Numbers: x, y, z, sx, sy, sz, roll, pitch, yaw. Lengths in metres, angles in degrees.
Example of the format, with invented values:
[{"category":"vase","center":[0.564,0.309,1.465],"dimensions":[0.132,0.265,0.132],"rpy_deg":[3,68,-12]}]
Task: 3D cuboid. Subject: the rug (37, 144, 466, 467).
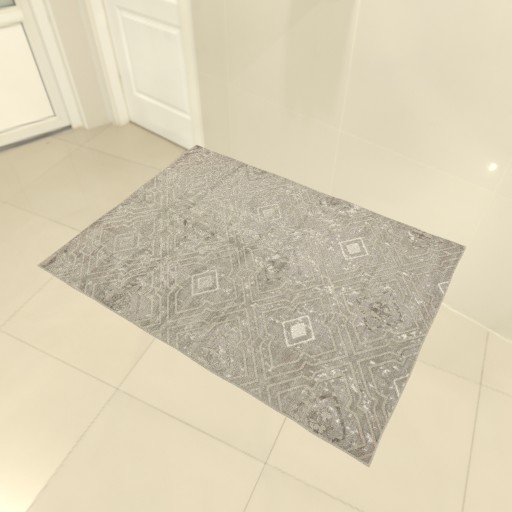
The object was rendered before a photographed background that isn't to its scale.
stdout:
[{"category":"rug","center":[0.000,0.000,4.270],"dimensions":[3.359,0.020,2.448],"rpy_deg":[25,52,22]}]
